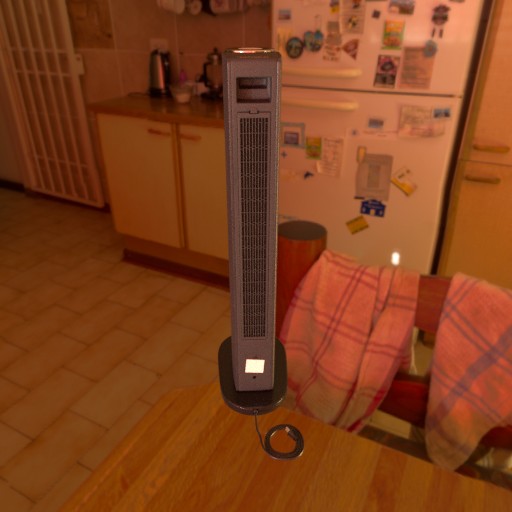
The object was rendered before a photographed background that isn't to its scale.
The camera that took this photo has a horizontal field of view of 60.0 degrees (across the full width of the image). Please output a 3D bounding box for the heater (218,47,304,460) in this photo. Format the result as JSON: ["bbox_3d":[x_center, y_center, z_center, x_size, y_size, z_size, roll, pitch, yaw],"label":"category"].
[{"bbox_3d":[0.000,0.000,1.027,0.214,0.856,0.458,-1,29,-3],"label":"heater"}]
